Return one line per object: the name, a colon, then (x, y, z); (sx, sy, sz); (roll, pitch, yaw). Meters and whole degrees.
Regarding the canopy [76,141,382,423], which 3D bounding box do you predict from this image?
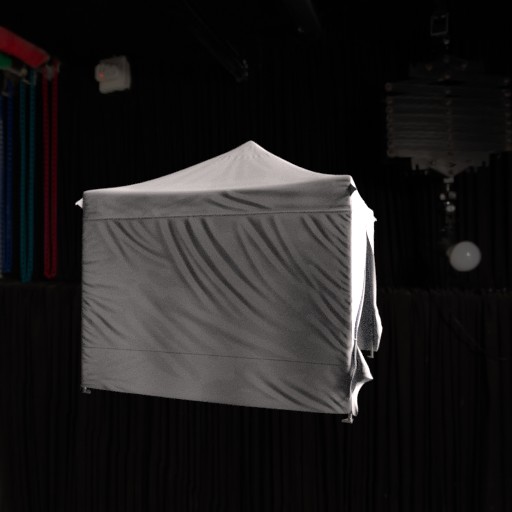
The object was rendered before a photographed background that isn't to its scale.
canopy: (0.000, 0.000, 5.758); (3.121, 2.997, 3.043); (0, -1, 18)
